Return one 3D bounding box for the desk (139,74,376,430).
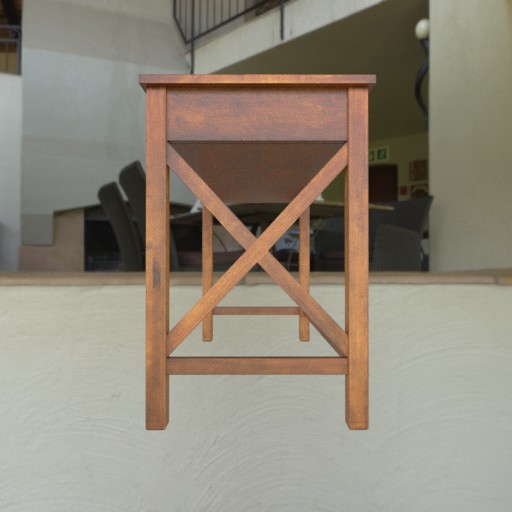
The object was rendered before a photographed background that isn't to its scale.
[{"bbox_3d":[0.000,0.000,1.496,0.508,0.762,1.117,0,0,0],"label":"desk"}]
